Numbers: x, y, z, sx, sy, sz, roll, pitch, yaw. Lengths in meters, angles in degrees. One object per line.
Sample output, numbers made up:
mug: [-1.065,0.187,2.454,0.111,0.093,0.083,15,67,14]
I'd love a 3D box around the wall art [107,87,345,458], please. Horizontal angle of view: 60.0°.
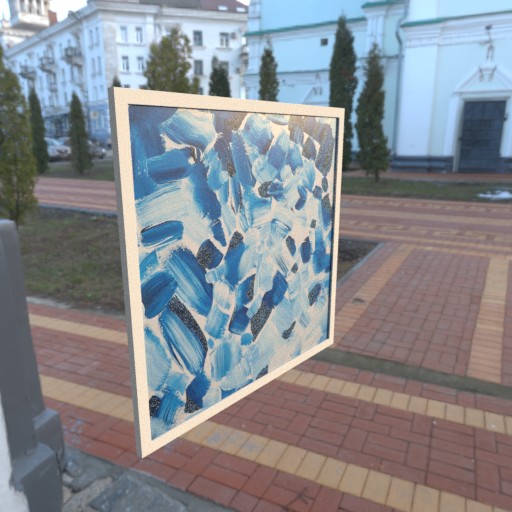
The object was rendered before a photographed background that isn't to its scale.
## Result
wall art: [0.000,0.000,0.689,0.012,0.457,0.457,13,20,41]
